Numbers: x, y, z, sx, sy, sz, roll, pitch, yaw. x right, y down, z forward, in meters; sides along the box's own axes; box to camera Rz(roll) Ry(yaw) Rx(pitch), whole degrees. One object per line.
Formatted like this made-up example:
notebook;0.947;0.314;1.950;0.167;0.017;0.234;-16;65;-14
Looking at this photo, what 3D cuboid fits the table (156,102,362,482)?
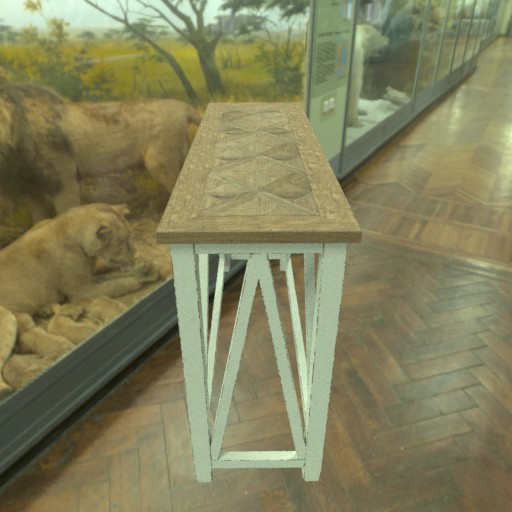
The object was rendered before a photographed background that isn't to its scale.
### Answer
table;0.000;0.000;1.803;0.450;0.930;1.400;0;30;0
